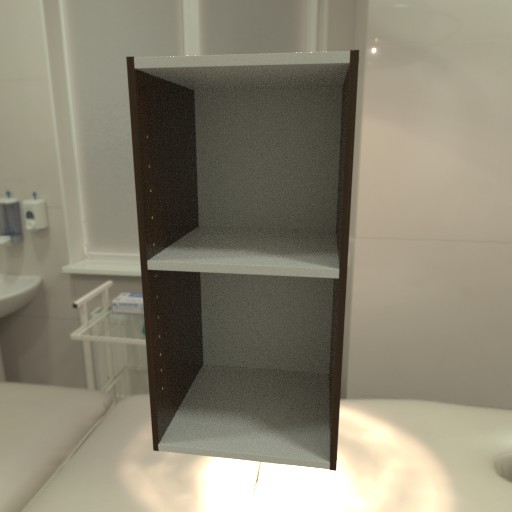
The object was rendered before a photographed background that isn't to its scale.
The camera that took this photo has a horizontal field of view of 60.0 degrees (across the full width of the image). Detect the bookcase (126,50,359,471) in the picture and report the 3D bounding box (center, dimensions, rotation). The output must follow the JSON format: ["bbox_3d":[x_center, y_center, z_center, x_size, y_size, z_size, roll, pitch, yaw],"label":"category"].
[{"bbox_3d":[0.000,0.000,0.770,0.300,0.600,0.290,2,15,9],"label":"bookcase"}]
